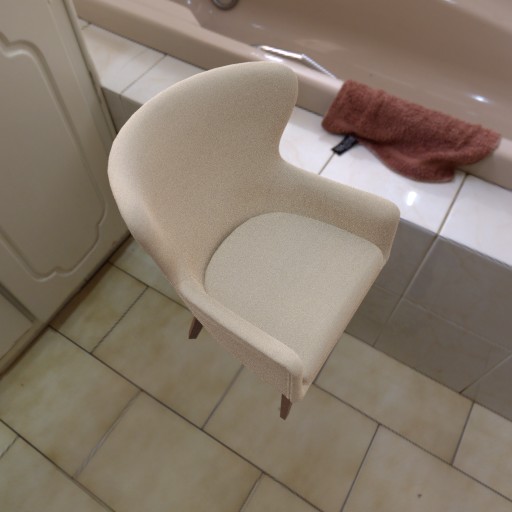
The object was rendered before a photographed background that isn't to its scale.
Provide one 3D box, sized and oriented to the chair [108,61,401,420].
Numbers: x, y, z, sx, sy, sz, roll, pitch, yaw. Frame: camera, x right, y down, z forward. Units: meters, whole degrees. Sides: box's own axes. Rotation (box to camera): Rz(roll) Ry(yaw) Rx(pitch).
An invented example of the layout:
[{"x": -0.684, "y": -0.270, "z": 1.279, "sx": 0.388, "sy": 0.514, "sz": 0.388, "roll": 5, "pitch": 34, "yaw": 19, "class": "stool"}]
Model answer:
[{"x": 0.000, "y": 0.000, "z": 1.507, "sx": 0.744, "sy": 0.990, "sz": 0.696, "roll": 30, "pitch": 62, "yaw": 18, "class": "chair"}]
